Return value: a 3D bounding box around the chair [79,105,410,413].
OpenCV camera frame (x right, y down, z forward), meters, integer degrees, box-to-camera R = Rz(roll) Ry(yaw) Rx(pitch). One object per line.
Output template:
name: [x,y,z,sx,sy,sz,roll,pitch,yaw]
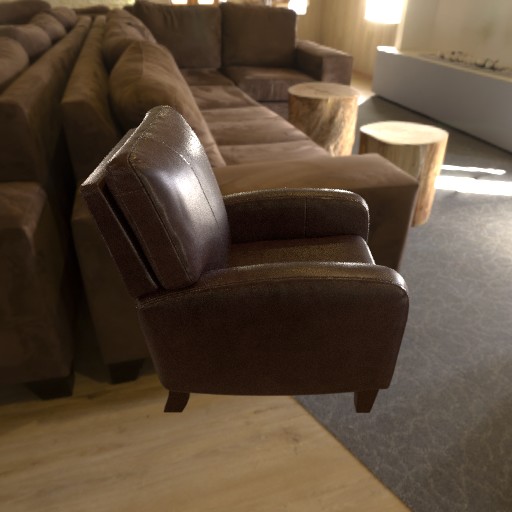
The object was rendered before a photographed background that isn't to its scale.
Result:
chair: [0.000,0.000,1.691,0.990,0.990,0.762,0,32,0]
